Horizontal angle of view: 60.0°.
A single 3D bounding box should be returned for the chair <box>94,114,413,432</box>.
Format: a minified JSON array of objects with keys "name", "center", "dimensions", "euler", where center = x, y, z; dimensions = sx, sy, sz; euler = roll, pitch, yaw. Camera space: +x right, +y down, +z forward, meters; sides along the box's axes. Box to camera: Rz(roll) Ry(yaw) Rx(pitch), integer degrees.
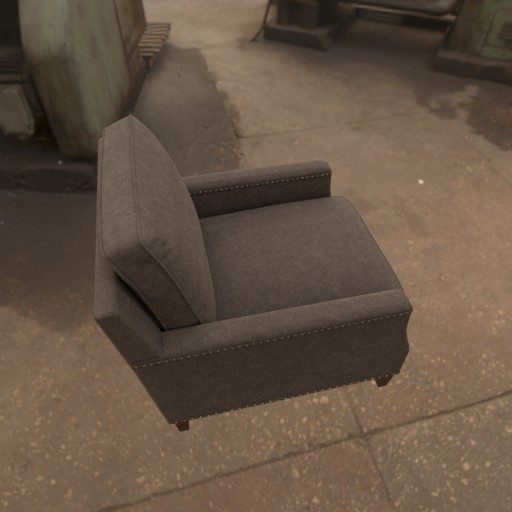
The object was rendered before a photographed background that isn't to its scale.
[{"name":"chair","center":[0.000,0.000,1.681],"dimensions":[1.014,0.948,0.853],"euler":[-10,47,-9]}]
